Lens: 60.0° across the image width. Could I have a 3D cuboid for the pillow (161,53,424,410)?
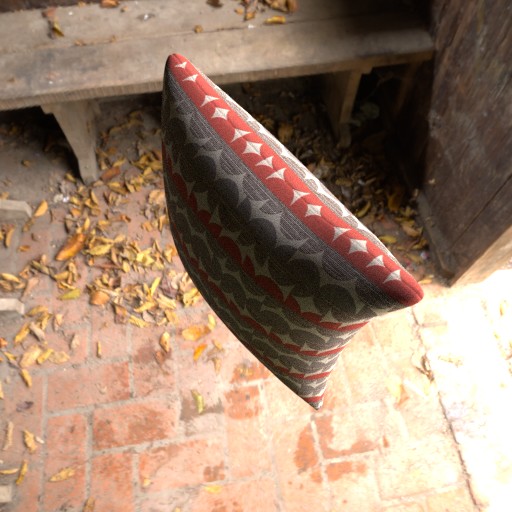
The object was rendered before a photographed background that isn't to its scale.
[{"bbox_3d":[0.000,0.000,0.642,0.180,0.410,0.420,-35,68,-16],"label":"pillow"}]
